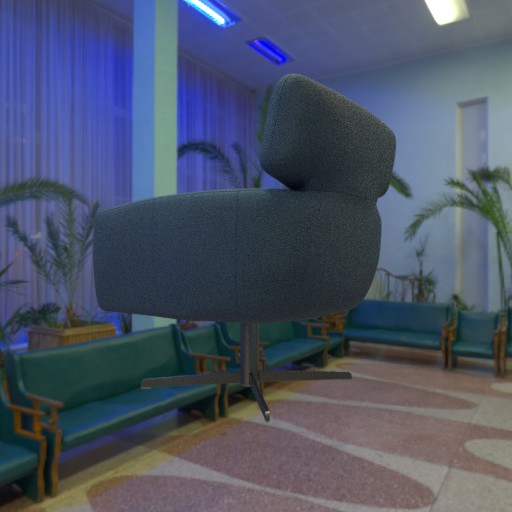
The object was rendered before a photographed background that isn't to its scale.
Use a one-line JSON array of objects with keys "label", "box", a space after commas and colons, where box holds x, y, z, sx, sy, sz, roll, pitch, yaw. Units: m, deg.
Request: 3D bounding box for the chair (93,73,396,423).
[{"label": "chair", "box": [0.000, 0.000, 1.393, 0.761, 0.813, 0.738, 0, 0, 37]}]
